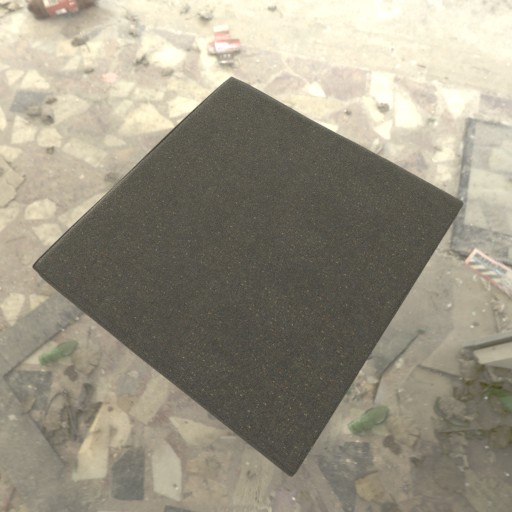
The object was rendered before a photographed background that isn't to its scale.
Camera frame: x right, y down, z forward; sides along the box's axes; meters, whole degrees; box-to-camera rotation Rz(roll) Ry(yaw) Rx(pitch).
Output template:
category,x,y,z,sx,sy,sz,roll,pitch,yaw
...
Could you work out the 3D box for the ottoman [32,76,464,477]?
category,x,y,z,sx,sy,sz,roll,pitch,yaw
ottoman,0.000,0.000,1.540,0.968,0.382,1.004,34,69,15
